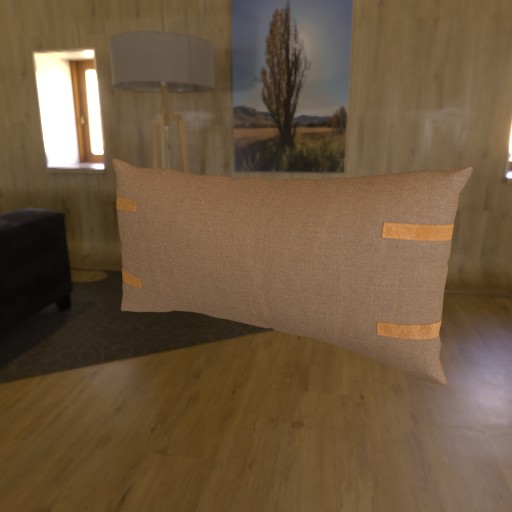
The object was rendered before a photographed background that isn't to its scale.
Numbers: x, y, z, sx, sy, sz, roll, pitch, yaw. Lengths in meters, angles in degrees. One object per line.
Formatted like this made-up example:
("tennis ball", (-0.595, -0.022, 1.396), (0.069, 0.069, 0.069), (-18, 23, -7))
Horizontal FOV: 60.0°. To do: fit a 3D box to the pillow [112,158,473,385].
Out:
("pillow", (0.000, 0.000, 0.724), (0.612, 0.308, 0.148), (8, 18, 26))
